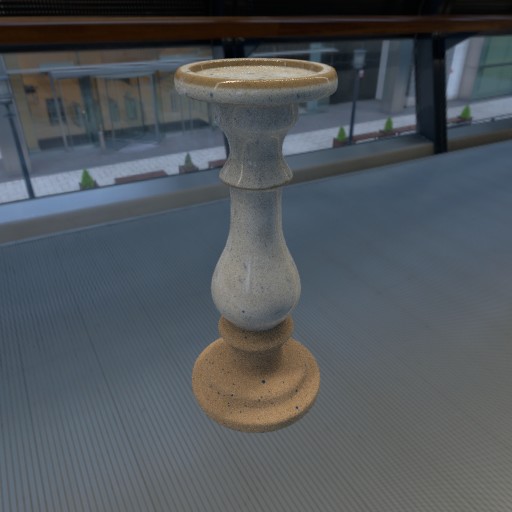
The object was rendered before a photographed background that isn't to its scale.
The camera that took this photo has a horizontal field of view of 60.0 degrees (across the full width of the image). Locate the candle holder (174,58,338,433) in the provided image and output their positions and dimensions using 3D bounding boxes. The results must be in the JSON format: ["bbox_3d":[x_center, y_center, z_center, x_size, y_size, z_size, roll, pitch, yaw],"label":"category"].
[{"bbox_3d":[0.000,0.000,0.257,0.088,0.203,0.088,0,30,0],"label":"candle holder"}]
